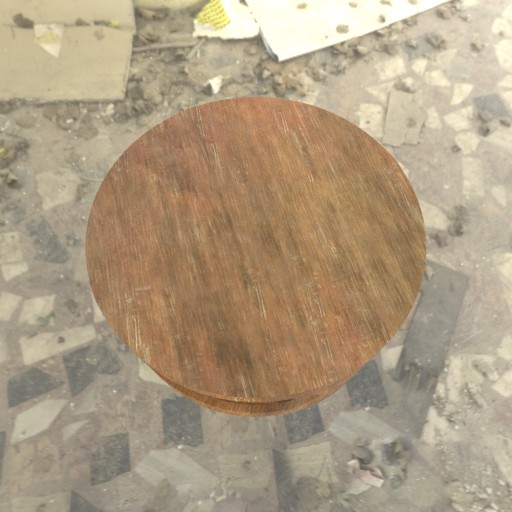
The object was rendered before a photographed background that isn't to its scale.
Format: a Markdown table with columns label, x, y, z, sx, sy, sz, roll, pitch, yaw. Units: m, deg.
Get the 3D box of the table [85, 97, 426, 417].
| label | x | y | z | sx | sy | sz | roll | pitch | yaw |
| --- | --- | --- | --- | --- | --- | --- | --- | --- | --- |
| table | 0.000 | 0.000 | 1.484 | 0.974 | 0.450 | 0.974 | 0 | 64 | 0 |
